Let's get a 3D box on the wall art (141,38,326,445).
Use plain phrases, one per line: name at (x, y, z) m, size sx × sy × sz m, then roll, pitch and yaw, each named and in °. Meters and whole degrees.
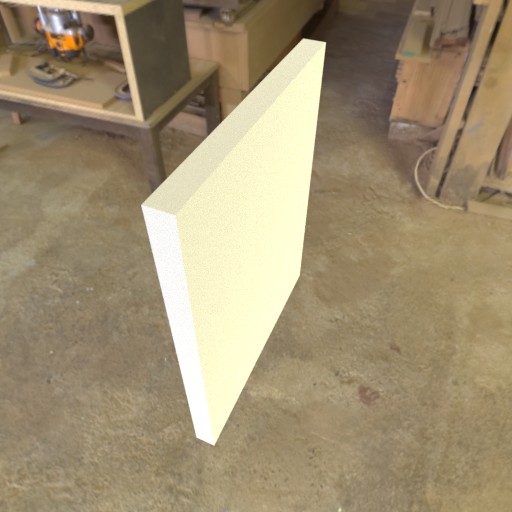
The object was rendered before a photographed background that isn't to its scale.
wall art at (0.000, 0.000, 0.756) m, size 0.039 × 0.553 × 0.451 m, roll 18°, pitch 49°, yaw 16°
